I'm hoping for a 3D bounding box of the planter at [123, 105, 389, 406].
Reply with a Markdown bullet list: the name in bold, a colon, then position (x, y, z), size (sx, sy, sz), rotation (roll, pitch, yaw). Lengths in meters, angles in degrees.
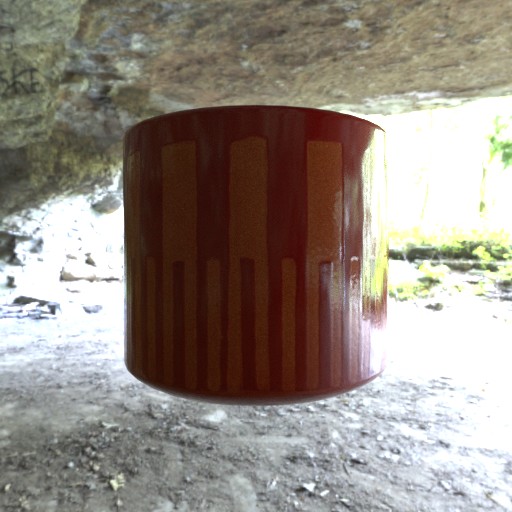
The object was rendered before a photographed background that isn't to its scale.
- **planter**: position (0.000, 0.000, 0.401), size (0.230, 0.202, 0.230), rotation (0, 2, 0)
